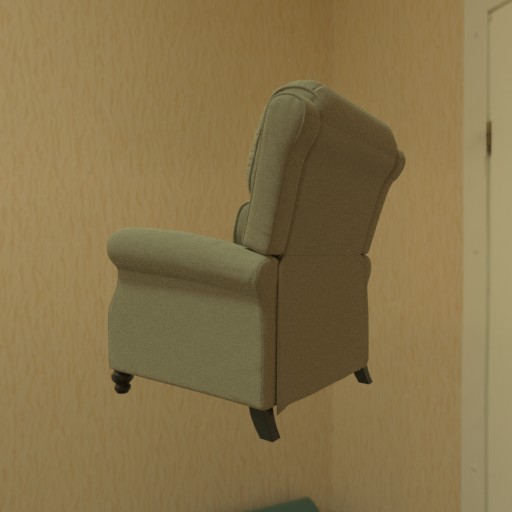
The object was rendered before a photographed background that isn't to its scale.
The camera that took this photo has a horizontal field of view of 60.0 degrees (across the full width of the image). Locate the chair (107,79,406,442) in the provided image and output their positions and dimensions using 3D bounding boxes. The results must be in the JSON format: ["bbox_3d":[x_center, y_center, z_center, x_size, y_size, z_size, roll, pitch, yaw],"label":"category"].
[{"bbox_3d":[0.000,0.000,1.736,0.919,1.046,0.859,0,1,37],"label":"chair"}]
